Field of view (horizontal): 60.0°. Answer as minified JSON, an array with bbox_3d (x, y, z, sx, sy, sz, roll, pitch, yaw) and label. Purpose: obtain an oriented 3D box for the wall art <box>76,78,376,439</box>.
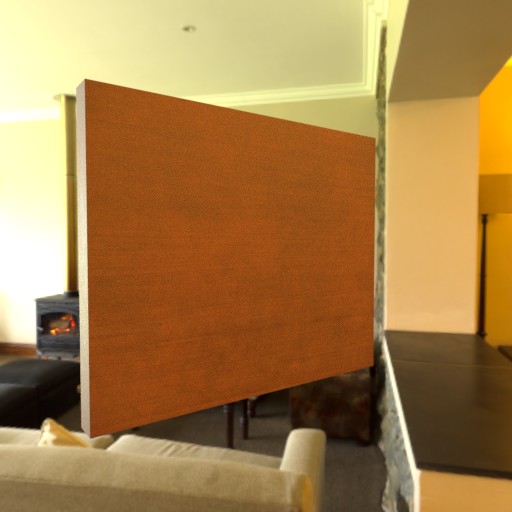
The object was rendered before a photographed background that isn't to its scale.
[{"bbox_3d":[0.000,0.000,0.533,0.401,0.328,0.030,-2,3,-36],"label":"wall art"}]
